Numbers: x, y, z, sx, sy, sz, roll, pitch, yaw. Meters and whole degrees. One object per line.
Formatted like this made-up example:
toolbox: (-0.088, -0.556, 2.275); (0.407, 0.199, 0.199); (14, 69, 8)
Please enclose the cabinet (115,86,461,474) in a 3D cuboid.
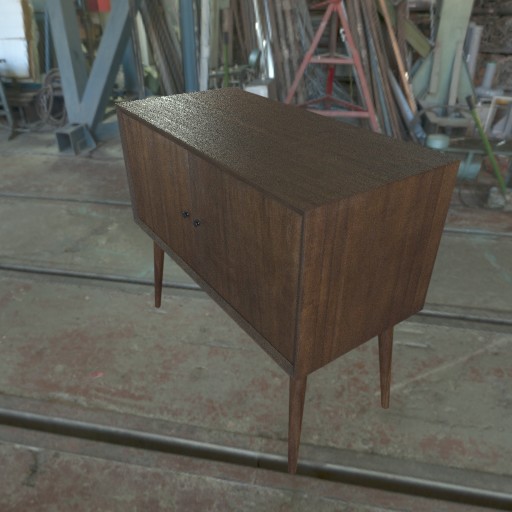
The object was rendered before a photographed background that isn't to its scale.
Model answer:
cabinet: (0.000, 0.000, 1.119); (0.354, 0.654, 0.743); (-20, 37, -29)
